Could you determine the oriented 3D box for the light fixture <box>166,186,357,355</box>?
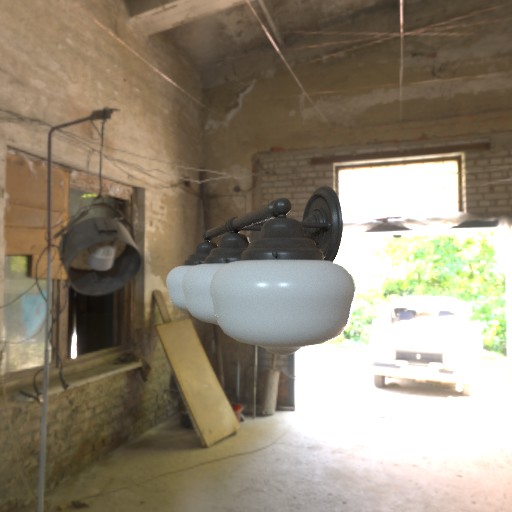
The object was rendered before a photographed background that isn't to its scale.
[{"bbox_3d":[0.000,0.000,0.720,0.239,0.242,0.587,1,-2,-18],"label":"light fixture"}]
